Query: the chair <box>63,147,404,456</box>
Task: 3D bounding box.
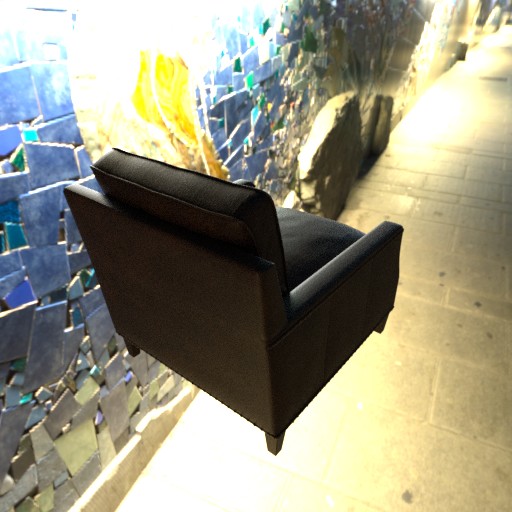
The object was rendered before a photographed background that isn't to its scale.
[{"bbox_3d":[0.000,0.000,1.749,0.853,0.929,1.014,22,37,33],"label":"chair"}]
